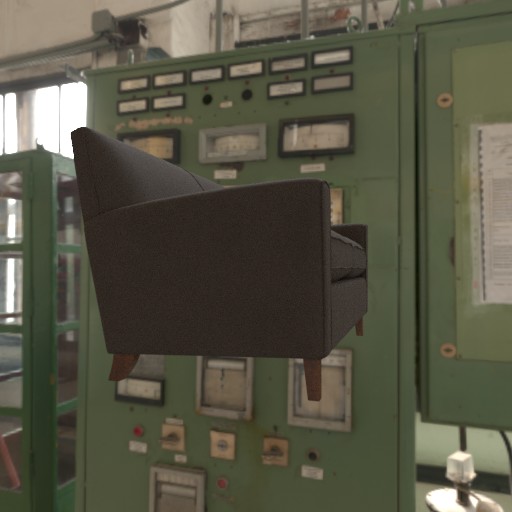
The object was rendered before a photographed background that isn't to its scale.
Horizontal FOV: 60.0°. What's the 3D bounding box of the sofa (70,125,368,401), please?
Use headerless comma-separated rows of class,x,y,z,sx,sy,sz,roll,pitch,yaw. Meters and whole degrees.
sofa,0.000,0.000,1.974,0.871,0.846,1.420,-1,-2,19
